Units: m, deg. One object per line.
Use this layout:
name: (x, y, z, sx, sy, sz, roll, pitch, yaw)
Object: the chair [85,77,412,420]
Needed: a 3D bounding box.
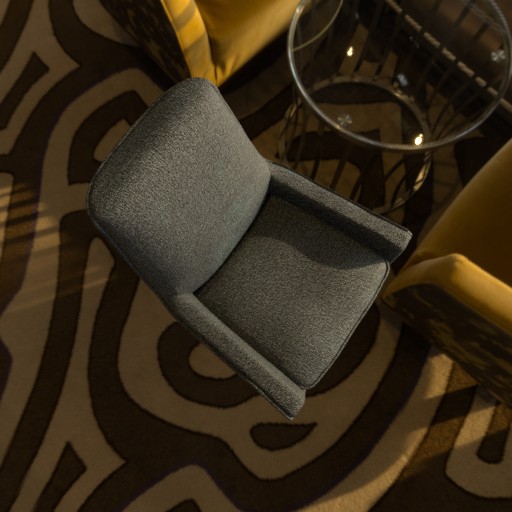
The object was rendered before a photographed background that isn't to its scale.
chair: (0.000, 0.000, 1.554, 0.859, 0.883, 0.763, 35, 79, 8)
